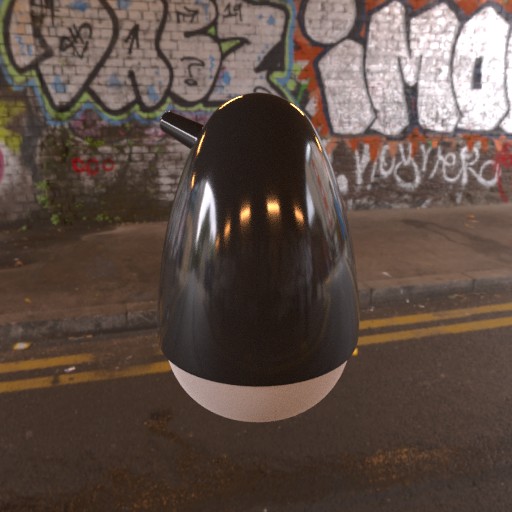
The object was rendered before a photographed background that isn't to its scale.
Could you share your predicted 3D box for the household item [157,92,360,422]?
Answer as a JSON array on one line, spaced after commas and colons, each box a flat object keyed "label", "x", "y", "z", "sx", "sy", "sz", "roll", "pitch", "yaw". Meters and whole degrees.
[{"label": "household item", "x": 0.000, "y": 0.000, "z": 0.219, "sx": 0.104, "sy": 0.152, "sz": 0.102, "roll": 8, "pitch": 19, "yaw": 25}]
